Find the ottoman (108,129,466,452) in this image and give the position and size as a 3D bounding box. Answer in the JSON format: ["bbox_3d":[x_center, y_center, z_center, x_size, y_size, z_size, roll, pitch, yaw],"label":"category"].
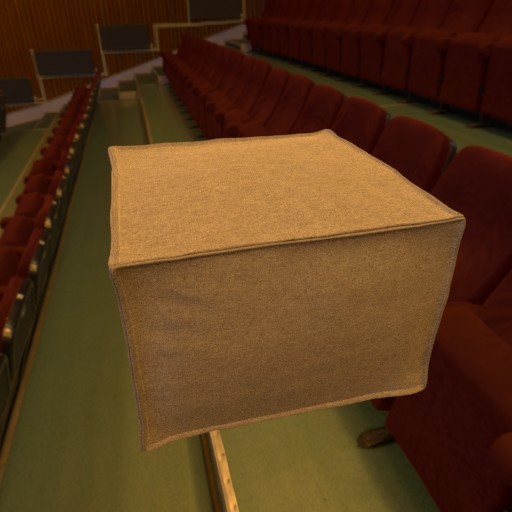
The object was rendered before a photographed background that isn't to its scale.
[{"bbox_3d":[0.000,0.000,1.147,0.696,0.470,0.707,-8,31,-13],"label":"ottoman"}]
